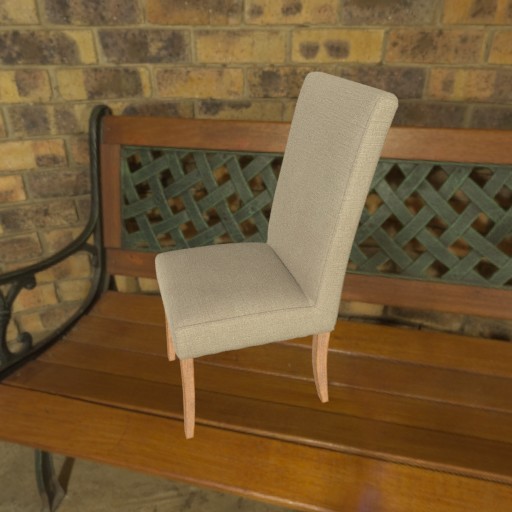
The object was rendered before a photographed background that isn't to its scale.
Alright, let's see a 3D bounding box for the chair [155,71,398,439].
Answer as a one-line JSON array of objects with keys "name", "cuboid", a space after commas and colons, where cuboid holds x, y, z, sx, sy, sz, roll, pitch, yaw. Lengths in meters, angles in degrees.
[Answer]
[{"name": "chair", "cuboid": [0.000, 0.000, 1.420, 0.611, 1.033, 0.450, -9, 31, -16]}]
